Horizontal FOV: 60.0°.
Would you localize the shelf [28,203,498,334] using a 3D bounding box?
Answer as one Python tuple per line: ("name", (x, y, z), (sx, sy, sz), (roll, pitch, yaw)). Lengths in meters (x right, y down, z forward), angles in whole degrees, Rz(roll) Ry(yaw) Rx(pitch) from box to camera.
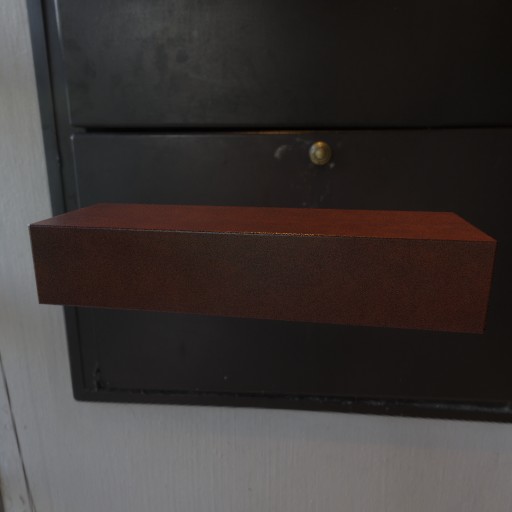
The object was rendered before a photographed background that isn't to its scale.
("shelf", (0.000, 0.000, 0.510), (0.457, 0.088, 0.152), (3, 16, 9))
